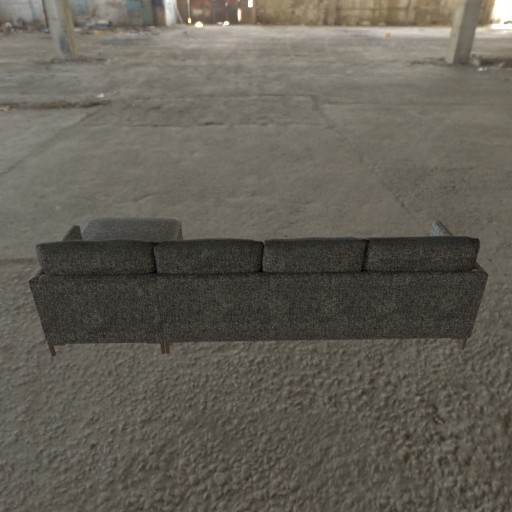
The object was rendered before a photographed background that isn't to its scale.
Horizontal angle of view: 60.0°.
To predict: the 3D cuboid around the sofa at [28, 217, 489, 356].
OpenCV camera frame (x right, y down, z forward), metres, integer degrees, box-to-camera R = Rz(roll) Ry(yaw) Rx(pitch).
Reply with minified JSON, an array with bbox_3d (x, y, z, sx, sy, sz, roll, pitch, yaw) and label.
[{"bbox_3d":[0.000,0.000,3.970,3.384,0.970,1.488,-1,30,-1],"label":"sofa"}]
